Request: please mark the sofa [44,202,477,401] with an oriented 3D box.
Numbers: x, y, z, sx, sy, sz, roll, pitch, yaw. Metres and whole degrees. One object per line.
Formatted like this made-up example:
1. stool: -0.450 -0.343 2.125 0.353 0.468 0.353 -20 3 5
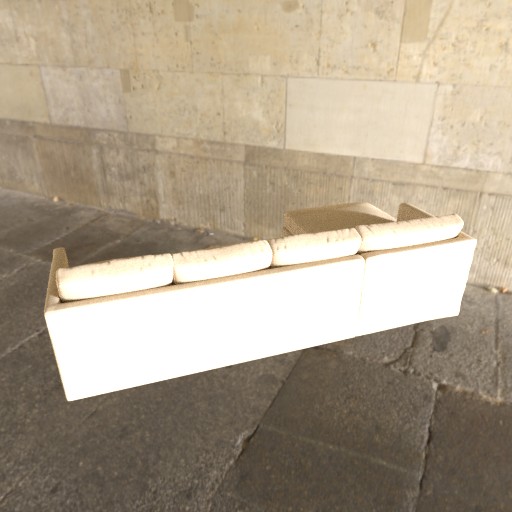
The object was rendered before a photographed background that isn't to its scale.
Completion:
1. sofa: 0.000 0.000 3.862 3.205 0.922 1.650 -9 28 -17
